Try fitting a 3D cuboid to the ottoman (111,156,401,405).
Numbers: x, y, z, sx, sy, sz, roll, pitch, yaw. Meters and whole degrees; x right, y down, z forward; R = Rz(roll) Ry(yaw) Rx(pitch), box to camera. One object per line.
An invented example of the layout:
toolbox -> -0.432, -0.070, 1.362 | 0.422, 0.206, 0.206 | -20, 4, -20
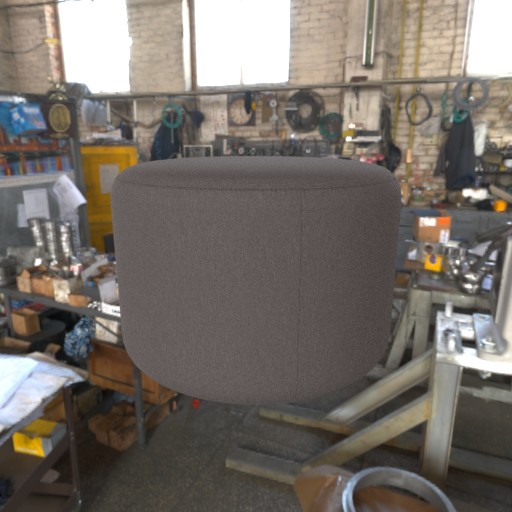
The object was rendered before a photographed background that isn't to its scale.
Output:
ottoman -> 0.000, 0.000, 1.008 | 0.608, 0.433, 0.608 | 0, 15, 0
